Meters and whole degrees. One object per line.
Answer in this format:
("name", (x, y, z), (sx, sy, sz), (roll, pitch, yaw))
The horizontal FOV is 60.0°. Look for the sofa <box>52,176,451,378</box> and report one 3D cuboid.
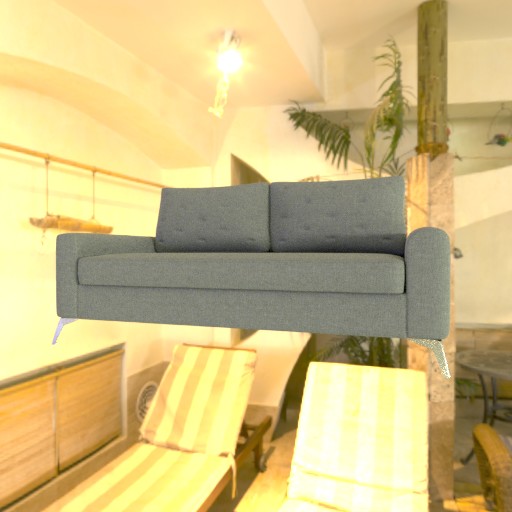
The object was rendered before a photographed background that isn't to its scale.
("sofa", (0.000, 0.000, 2.118), (1.650, 0.790, 0.920), (0, 1, 19))
